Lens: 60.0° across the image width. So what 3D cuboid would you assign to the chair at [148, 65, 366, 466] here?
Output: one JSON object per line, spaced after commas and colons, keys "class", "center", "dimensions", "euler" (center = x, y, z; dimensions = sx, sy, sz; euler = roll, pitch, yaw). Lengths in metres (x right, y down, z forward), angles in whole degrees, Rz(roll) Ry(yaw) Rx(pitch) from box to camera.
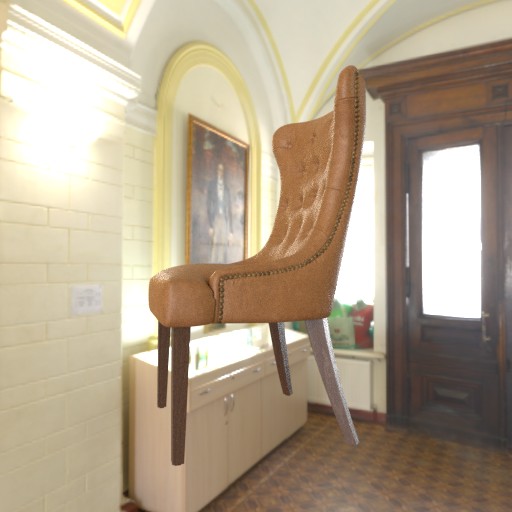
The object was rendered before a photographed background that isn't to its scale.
{"class": "chair", "center": [0.000, 0.000, 1.438], "dimensions": [0.669, 1.065, 0.611], "euler": [1, -2, -17]}
